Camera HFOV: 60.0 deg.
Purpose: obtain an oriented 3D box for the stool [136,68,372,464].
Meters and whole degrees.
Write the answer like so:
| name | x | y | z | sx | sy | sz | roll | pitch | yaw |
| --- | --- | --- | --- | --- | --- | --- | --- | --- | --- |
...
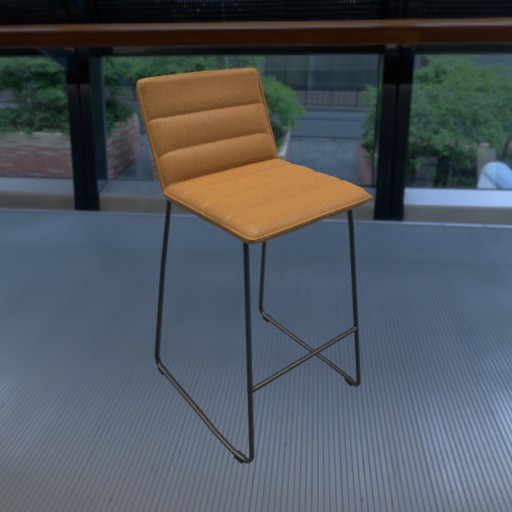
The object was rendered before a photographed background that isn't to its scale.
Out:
| name | x | y | z | sx | sy | sz | roll | pitch | yaw |
| --- | --- | --- | --- | --- | --- | --- | --- | --- | --- |
| stool | 0.000 | 0.000 | 1.266 | 0.489 | 0.936 | 0.524 | -21 | 36 | -33 |
